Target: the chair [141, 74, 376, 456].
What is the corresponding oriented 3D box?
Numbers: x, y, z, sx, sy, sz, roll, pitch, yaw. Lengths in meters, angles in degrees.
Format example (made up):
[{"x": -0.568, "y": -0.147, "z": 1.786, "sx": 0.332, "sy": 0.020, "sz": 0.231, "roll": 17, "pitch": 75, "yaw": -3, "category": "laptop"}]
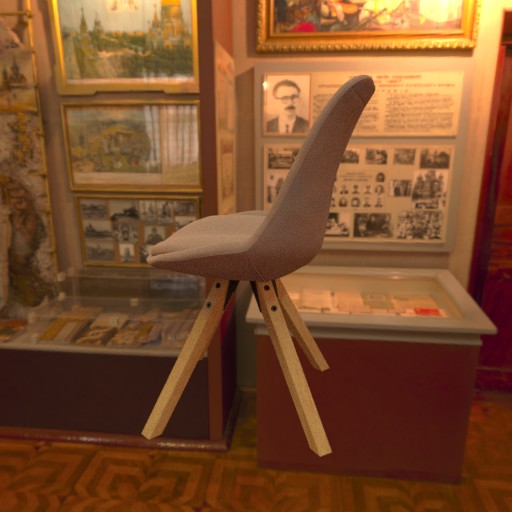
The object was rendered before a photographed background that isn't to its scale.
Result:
[{"x": 0.000, "y": 0.000, "z": 1.160, "sx": 0.550, "sy": 0.850, "sz": 0.485, "roll": 2, "pitch": 15, "yaw": 8, "category": "chair"}]
